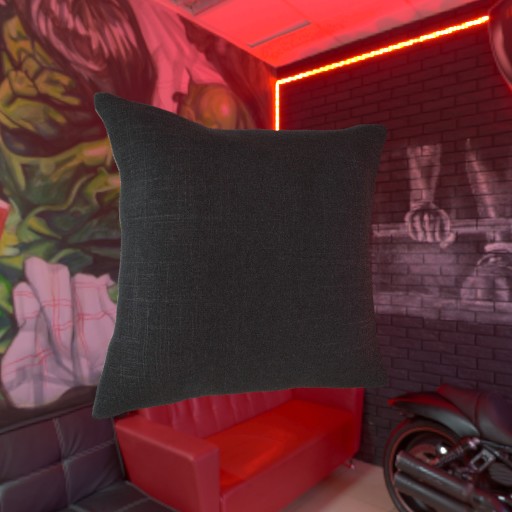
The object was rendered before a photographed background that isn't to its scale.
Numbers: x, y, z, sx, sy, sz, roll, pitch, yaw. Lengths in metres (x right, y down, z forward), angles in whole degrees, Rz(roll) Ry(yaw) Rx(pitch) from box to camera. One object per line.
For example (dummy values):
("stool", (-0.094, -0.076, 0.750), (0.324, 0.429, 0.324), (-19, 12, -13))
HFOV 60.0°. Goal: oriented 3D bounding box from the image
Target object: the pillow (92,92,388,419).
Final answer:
("pillow", (0.000, 0.000, 0.674), (0.468, 0.444, 0.138), (0, 0, -18))
